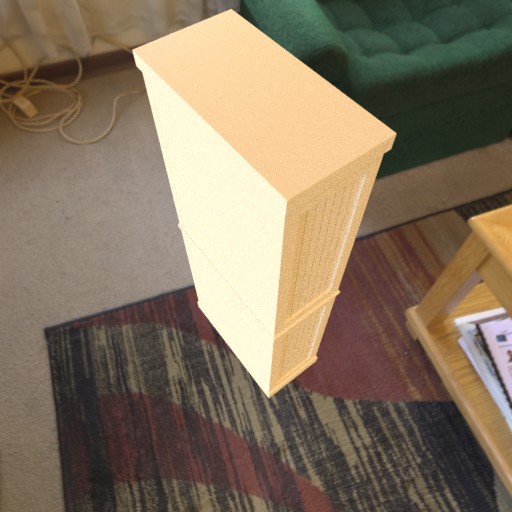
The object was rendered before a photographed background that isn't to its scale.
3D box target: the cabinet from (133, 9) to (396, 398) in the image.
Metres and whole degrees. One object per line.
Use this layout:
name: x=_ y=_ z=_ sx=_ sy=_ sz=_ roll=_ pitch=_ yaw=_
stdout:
cabinet: x=0.000 y=0.000 z=2.052 sx=0.390 sy=1.829 sz=0.754 roll=-33 pitch=64 yaw=-19
